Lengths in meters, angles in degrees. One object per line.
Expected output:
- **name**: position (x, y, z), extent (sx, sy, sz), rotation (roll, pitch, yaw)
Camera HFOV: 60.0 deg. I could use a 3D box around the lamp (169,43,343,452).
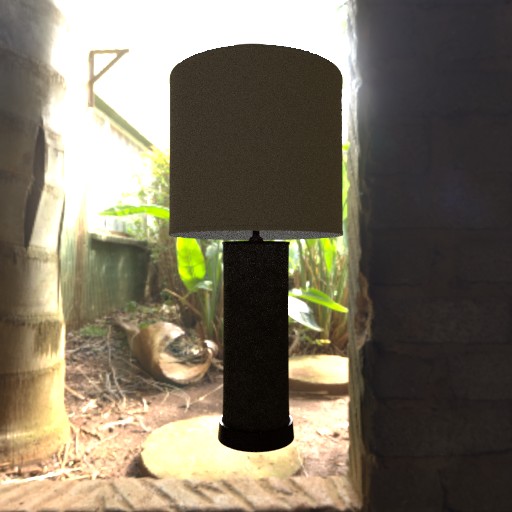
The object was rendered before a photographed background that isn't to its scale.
- **lamp**: position (0.000, 0.000, 0.778), extent (0.301, 0.630, 0.301), rotation (0, -1, -36)
